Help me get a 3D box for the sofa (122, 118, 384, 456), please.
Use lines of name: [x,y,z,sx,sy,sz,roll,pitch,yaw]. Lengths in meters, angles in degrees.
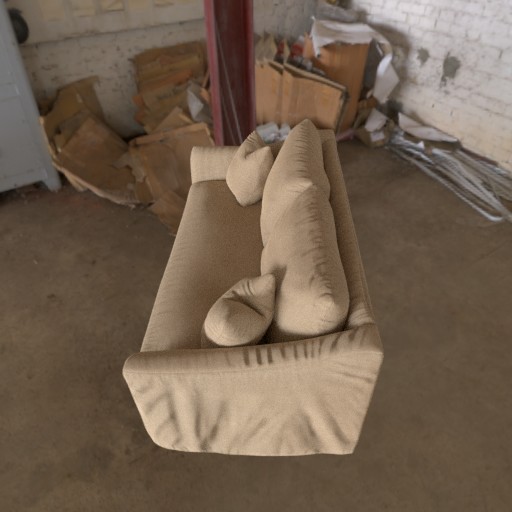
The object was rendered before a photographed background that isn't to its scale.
sofa: [0.000,0.000,2.659,1.072,1.018,2.010,1,40,2]
